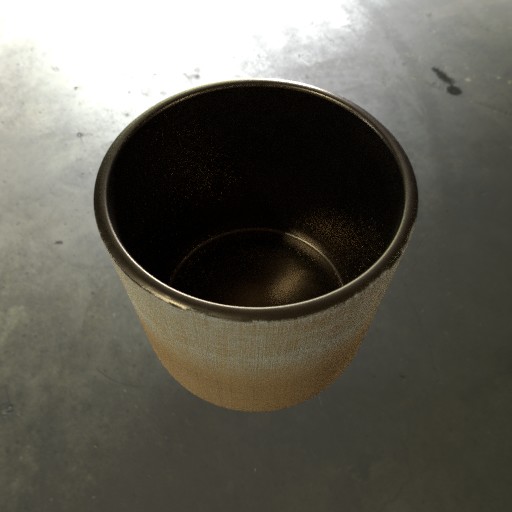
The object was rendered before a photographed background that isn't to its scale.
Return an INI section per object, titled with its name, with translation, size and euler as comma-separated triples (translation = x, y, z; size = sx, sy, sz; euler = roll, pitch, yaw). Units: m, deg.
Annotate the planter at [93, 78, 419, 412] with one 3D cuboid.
[planter]
translation = 0.000, 0.000, 0.382
size = 0.221, 0.201, 0.221
euler = 0, 57, 0
